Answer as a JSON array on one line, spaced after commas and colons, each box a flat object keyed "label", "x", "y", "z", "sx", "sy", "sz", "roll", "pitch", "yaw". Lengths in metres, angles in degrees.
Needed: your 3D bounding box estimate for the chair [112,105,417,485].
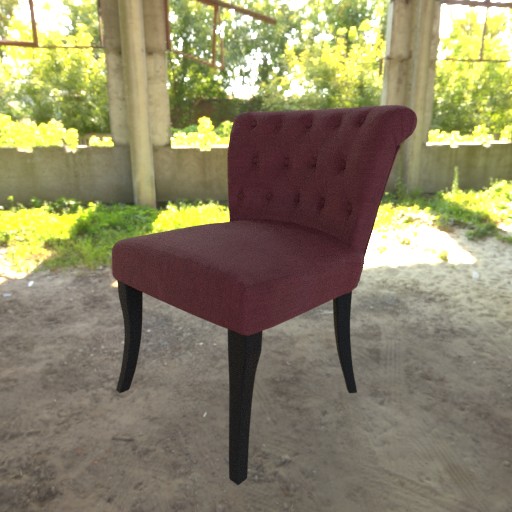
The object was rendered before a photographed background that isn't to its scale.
[{"label": "chair", "x": 0.000, "y": 0.000, "z": 1.162, "sx": 0.582, "sy": 0.750, "sz": 0.605, "roll": 15, "pitch": 21, "yaw": 43}]
